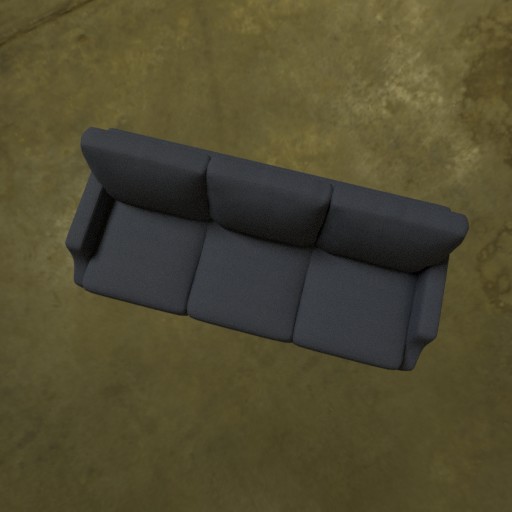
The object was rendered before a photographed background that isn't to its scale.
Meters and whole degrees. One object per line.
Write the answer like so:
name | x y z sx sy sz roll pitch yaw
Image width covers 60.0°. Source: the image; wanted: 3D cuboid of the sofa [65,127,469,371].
sofa | 0.000 0.000 2.606 2.115 0.984 0.888 14 76 3
